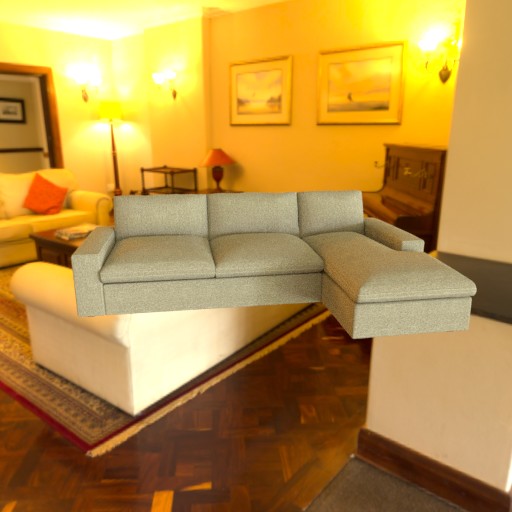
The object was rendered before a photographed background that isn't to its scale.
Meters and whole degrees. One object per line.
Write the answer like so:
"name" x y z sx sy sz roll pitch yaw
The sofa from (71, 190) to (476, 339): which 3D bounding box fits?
"sofa" 0.000 0.000 3.514 2.718 0.813 1.689 -3 16 -9
